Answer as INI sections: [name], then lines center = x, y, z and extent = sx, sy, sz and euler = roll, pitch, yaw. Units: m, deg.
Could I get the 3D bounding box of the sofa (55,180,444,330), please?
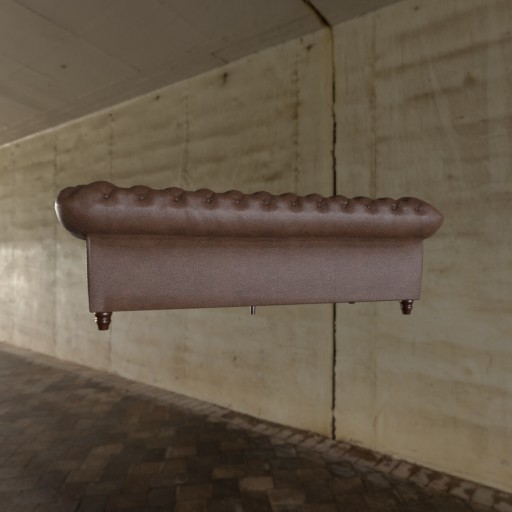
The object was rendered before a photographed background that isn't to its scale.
[sofa]
center = 0.000, 0.000, 2.925
extent = 2.385, 0.783, 0.944
euler = 0, 0, -19
